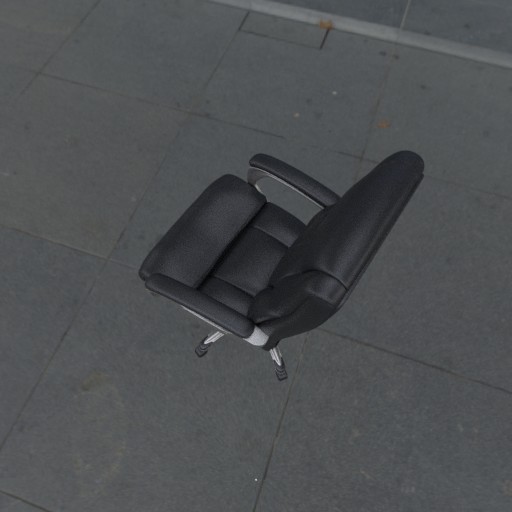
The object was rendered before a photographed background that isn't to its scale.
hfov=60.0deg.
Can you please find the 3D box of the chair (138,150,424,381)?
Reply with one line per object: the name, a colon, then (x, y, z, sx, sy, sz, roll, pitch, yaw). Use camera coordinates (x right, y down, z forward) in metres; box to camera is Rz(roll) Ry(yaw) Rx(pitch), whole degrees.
chair: (0.000, 0.000, 1.582, 0.739, 1.155, 0.663, 31, 67, 15)
